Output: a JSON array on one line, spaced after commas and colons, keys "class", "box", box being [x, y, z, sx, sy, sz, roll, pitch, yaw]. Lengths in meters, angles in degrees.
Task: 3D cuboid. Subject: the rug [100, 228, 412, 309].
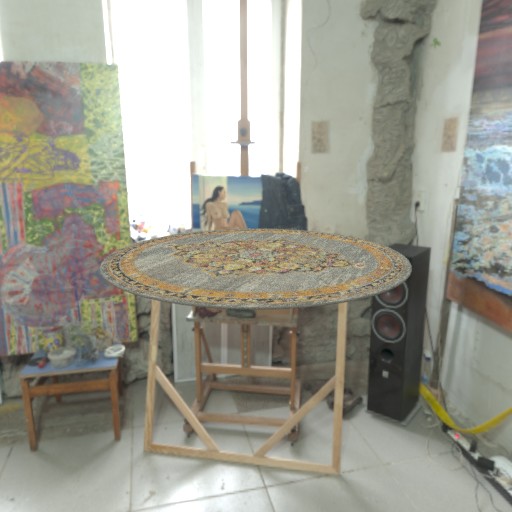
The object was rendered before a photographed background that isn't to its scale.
[{"class": "rug", "box": [0.000, 0.000, 3.576, 2.382, 0.014, 2.382, 0, 14, 0]}]
